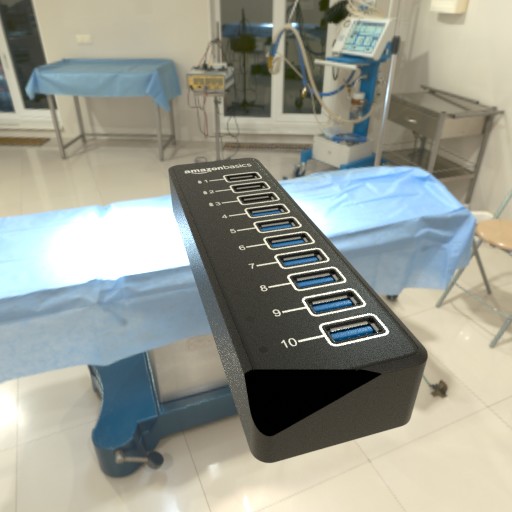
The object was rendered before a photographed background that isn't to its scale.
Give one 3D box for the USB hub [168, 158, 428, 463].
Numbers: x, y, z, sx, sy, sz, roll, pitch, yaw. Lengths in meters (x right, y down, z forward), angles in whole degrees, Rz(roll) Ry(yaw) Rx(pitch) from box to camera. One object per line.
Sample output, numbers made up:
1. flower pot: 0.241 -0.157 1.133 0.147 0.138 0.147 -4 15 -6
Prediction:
1. USB hub: 0.000 0.000 0.162 0.044 0.023 0.145 -9 33 -14
